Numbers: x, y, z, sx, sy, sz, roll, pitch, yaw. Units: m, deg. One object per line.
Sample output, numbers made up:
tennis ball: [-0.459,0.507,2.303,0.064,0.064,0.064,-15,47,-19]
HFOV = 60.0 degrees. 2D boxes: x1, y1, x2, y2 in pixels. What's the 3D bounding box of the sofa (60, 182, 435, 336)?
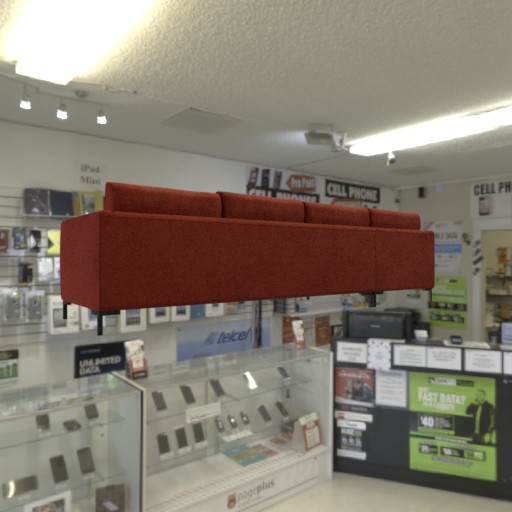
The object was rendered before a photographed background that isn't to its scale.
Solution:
sofa: [0.000,0.000,2.969,2.467,0.663,1.136,0,0,-36]
